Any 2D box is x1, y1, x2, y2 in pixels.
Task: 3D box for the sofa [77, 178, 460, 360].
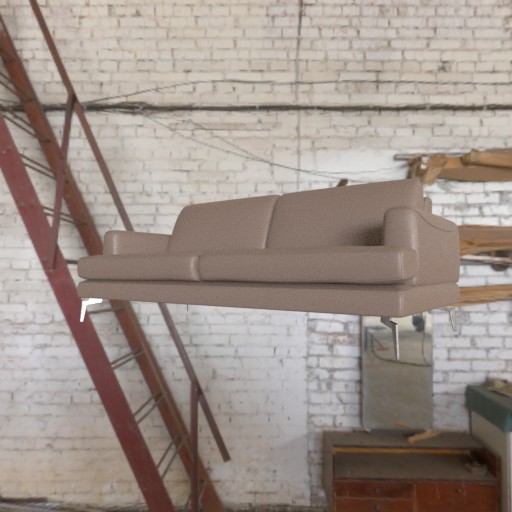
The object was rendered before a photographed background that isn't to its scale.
[{"bbox_3d":[0.000,0.000,2.443,1.940,0.765,0.974,-1,-2,36],"label":"sofa"}]
